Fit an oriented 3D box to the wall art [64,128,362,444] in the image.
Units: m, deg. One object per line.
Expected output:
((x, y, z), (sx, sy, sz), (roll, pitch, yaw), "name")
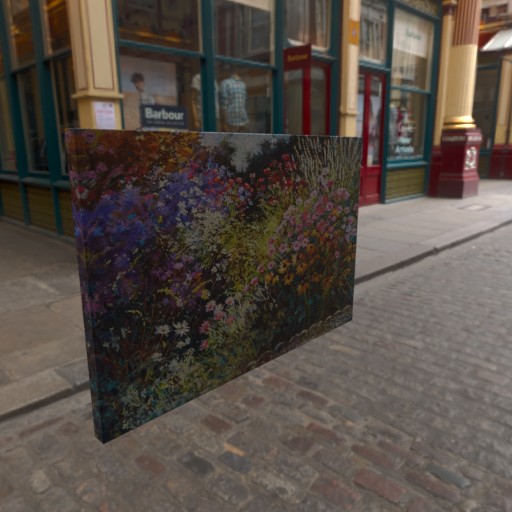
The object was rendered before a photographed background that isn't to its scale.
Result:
((0.000, 0.000, 1.138), (0.037, 0.604, 0.908), (13, 19, 42), "wall art")
